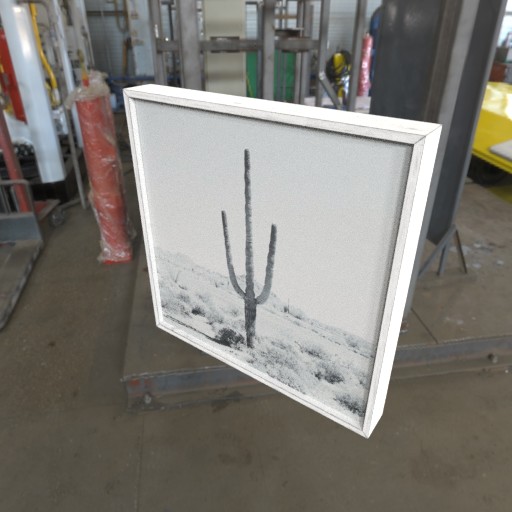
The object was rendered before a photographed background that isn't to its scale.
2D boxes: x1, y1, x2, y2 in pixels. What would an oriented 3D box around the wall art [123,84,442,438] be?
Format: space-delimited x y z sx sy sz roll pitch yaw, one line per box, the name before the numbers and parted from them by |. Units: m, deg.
wall art | 0.000 0.000 0.461 0.305 0.305 0.038 20 35 30
